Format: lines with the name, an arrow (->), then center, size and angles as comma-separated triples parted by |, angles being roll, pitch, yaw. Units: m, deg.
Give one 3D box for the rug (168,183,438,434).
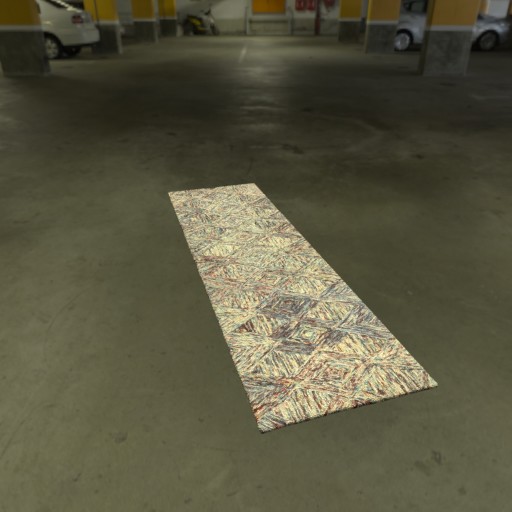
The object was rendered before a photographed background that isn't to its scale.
rug -> 0.000, 0.000, 2.489 | 0.688, 0.015, 2.292 | -9, 30, -15
